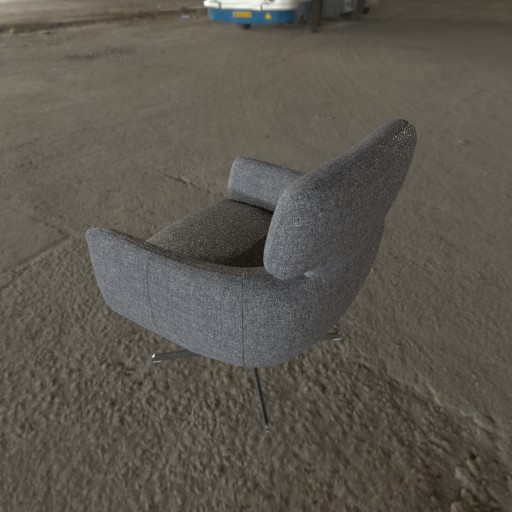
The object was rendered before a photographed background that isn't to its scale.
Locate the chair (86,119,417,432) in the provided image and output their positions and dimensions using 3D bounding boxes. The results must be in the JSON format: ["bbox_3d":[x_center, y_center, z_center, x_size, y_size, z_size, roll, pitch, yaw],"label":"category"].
[{"bbox_3d":[0.000,0.000,1.327,0.715,0.812,0.706,21,39,29],"label":"chair"}]
